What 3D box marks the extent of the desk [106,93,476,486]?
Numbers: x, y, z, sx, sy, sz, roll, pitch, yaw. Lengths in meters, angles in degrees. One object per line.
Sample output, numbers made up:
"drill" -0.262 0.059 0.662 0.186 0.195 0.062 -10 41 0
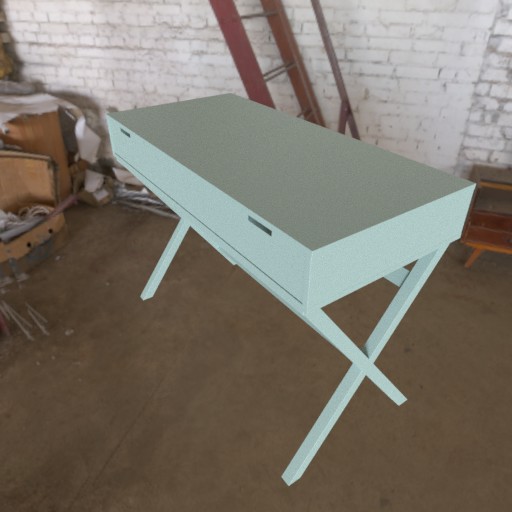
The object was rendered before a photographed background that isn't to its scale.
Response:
"desk" 0.000 0.000 1.481 0.509 0.780 1.059 -21 39 -29
